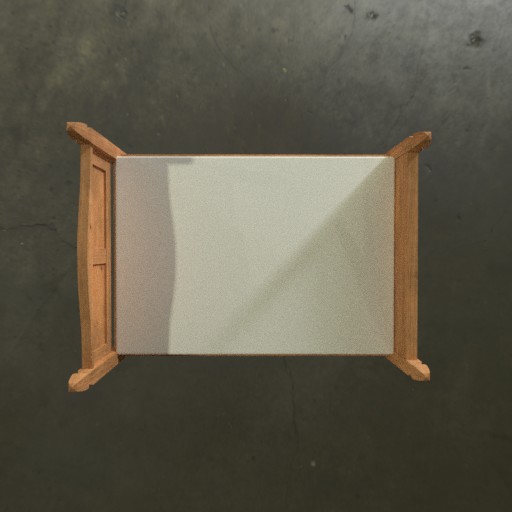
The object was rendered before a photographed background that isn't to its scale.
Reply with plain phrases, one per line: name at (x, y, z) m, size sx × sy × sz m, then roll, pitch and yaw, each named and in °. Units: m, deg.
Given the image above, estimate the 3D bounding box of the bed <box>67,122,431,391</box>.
bed at (0.000, 0.000, 2.920) m, size 2.069 × 1.100 × 1.490 m, roll 0°, pitch 91°, yaw 0°
